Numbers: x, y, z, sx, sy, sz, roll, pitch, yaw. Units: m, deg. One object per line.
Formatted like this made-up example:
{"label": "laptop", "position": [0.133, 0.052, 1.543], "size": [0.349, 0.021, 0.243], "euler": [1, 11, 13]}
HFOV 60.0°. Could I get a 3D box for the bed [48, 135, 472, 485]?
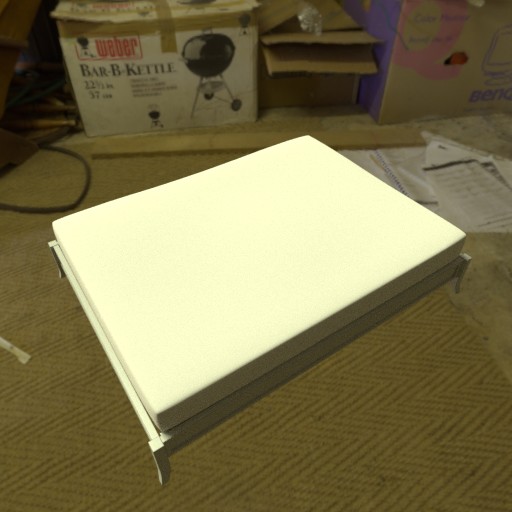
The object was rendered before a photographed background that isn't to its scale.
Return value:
{"label": "bed", "position": [0.000, 0.000, 2.752], "size": [2.108, 0.510, 1.604], "euler": [-25, 48, -24]}
